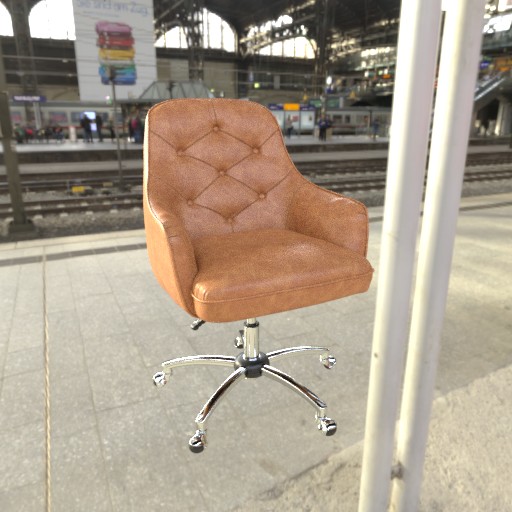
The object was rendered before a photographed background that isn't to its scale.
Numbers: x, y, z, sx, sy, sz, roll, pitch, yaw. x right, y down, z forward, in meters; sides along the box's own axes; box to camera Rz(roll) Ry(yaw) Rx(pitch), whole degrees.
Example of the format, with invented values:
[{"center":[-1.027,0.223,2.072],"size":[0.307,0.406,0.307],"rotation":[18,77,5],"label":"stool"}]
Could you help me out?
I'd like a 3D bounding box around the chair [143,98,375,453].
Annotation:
[{"center":[0.000,0.000,1.315],"size":[0.628,0.909,0.615],"rotation":[-8,19,-26],"label":"chair"}]
